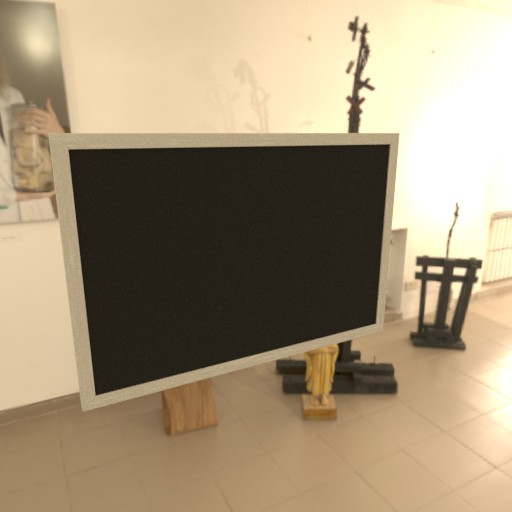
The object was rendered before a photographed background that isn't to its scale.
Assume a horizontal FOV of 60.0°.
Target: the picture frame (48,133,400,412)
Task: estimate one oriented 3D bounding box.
[{"bbox_3d":[0.000,0.000,1.198,0.950,0.640,0.029,-8,17,-27],"label":"picture frame"}]
